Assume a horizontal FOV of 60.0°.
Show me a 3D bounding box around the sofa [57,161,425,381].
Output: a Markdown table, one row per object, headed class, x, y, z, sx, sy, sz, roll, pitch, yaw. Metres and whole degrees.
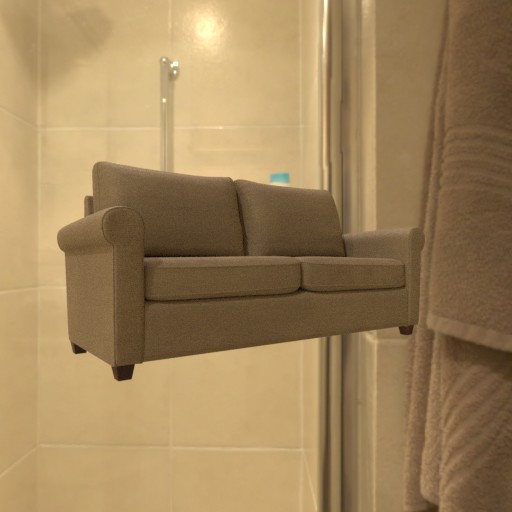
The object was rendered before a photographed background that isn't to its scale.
| class | x | y | z | sx | sy | sz | roll | pitch | yaw |
| --- | --- | --- | --- | --- | --- | --- | --- | --- | --- |
| sofa | 0.000 | 0.000 | 2.460 | 1.935 | 0.942 | 0.842 | 0 | -1 | -36 |
